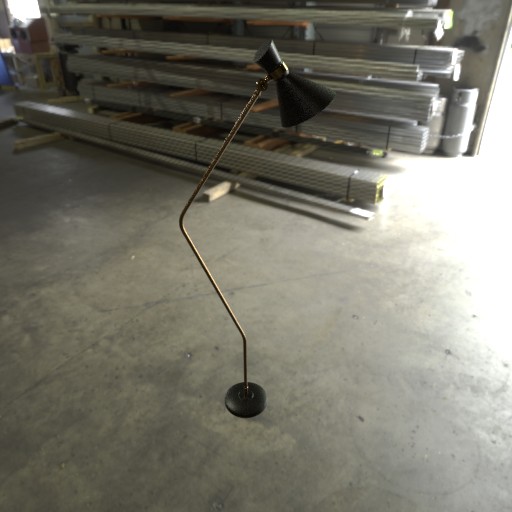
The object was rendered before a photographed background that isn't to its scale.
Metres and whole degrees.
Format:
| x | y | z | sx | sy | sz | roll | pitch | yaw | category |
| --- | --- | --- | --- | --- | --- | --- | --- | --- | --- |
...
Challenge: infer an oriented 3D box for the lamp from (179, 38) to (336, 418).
| x | y | z | sx | sy | sz | roll | pitch | yaw | category |
| --- | --- | --- | --- | --- | --- | --- | --- | --- | --- |
| 0.000 | 0.000 | 1.624 | 0.467 | 1.438 | 0.277 | 11 | 32 | 18 | lamp |
